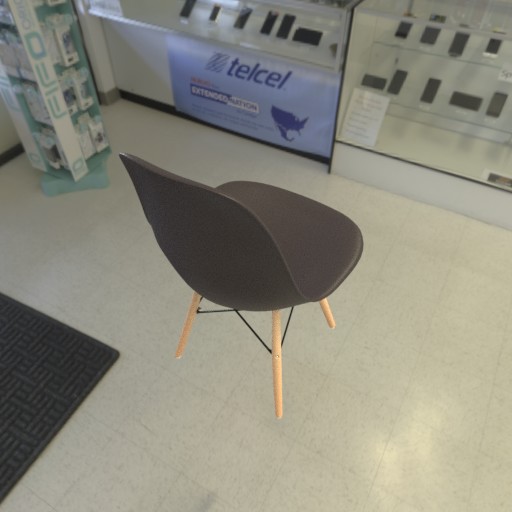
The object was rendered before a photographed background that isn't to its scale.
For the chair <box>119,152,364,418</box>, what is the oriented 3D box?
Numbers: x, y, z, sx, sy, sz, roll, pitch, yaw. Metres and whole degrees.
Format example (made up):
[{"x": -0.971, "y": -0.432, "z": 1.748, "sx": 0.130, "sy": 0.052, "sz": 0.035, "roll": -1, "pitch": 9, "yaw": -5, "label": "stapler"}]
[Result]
[{"x": 0.000, "y": 0.000, "z": 1.127, "sx": 0.470, "sy": 0.825, "sz": 0.533, "roll": 25, "pitch": 51, "yaw": 22, "label": "chair"}]
